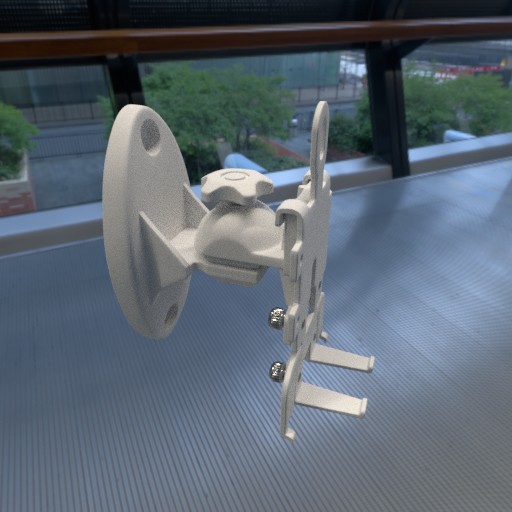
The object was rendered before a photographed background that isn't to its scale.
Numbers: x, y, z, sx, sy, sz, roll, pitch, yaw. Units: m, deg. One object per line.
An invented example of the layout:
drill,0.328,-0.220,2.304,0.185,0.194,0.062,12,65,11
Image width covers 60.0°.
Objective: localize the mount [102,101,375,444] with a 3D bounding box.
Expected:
mount,0.000,0.000,0.173,0.100,0.118,0.066,10,30,17
